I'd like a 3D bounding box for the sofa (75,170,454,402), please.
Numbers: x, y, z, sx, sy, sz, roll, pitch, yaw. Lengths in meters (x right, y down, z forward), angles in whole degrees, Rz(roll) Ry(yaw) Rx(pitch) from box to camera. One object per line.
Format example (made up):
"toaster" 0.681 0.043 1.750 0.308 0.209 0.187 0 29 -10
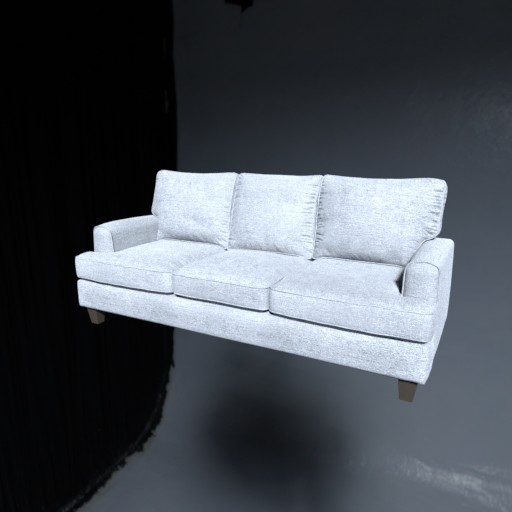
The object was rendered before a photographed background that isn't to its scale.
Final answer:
"sofa" 0.000 0.000 2.702 2.158 0.965 0.951 7 15 27
